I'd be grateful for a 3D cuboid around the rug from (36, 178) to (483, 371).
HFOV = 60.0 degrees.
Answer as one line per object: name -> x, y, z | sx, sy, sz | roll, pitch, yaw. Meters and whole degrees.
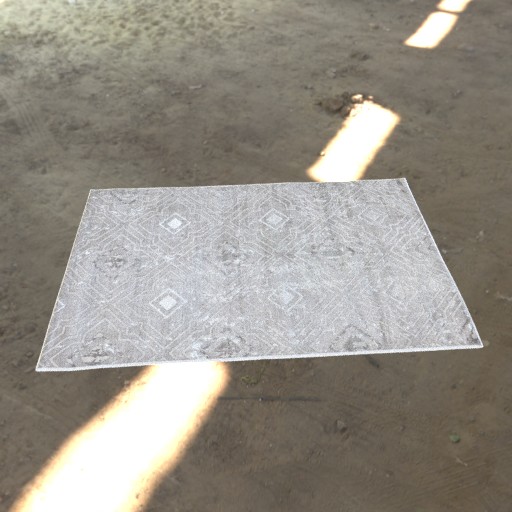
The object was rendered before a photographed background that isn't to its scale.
rug -> 0.000, 0.000, 2.922 | 2.447, 0.036, 1.537 | -2, 47, -2
